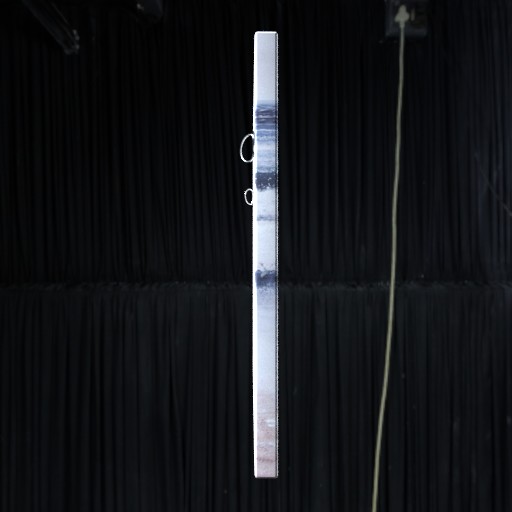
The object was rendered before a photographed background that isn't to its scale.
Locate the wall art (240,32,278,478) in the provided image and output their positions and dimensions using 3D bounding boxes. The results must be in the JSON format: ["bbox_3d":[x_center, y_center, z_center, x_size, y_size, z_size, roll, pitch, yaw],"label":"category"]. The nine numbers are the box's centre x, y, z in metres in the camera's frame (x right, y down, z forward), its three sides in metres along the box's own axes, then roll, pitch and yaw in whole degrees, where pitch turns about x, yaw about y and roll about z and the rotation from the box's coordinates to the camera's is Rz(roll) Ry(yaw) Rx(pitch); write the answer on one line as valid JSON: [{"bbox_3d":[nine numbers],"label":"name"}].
[{"bbox_3d":[0.000,0.000,1.116,0.065,0.747,0.755,0,0,-1],"label":"wall art"}]
